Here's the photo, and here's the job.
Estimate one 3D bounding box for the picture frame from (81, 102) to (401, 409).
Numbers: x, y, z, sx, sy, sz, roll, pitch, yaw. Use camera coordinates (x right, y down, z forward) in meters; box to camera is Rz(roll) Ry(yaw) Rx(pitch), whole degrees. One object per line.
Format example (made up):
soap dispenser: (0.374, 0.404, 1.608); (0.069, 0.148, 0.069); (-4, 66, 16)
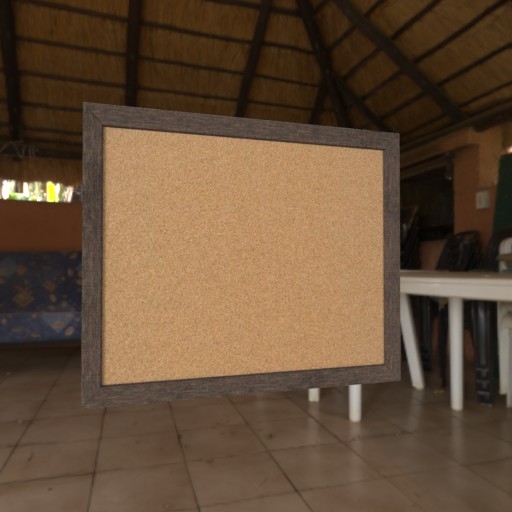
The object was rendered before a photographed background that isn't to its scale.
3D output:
picture frame: (0.000, 0.000, 0.748); (0.546, 0.455, 0.026); (0, -1, -17)
